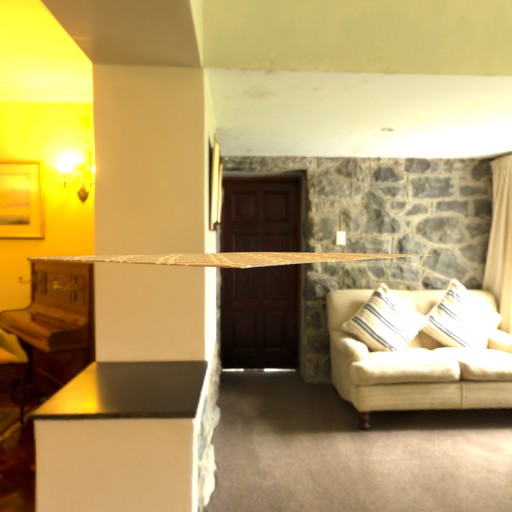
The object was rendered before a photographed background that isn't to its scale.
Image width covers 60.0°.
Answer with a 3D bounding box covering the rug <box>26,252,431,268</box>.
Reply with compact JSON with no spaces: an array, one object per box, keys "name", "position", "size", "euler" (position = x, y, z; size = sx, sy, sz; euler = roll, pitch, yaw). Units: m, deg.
[{"name":"rug","position":[0.000,0.000,2.767],"size":[1.524,0.013,2.135],"euler":[1,2,38]}]
